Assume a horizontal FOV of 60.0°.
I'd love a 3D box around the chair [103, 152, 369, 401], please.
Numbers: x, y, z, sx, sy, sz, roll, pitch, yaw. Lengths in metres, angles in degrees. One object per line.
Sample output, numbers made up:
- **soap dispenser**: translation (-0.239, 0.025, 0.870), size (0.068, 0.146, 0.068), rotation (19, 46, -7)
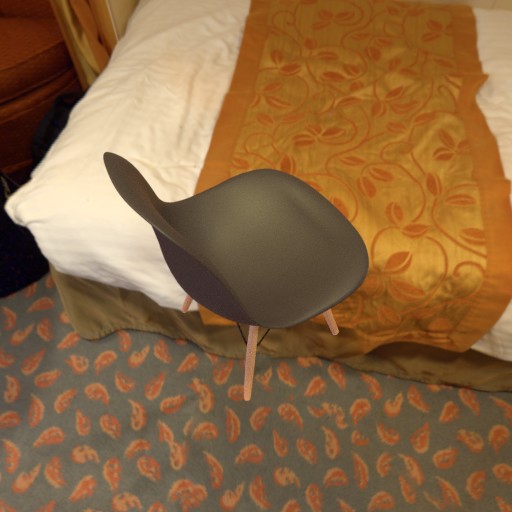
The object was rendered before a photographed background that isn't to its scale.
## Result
- **chair**: translation (0.000, 0.000, 1.132), size (0.533, 0.825, 0.470), rotation (-31, 62, -19)
